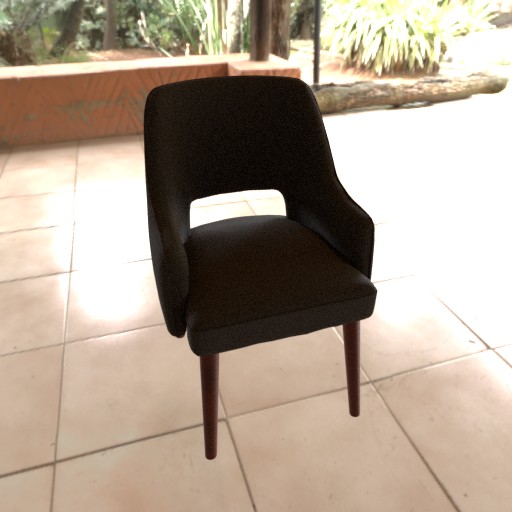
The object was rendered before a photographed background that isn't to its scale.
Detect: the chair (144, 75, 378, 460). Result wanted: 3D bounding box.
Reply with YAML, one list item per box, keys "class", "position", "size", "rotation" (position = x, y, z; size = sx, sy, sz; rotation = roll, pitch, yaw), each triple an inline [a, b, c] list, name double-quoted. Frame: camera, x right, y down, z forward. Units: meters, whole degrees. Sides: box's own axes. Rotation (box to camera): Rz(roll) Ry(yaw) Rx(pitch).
- class: "chair"
  position: [0.000, 0.000, 1.215]
  size: [0.559, 0.838, 0.560]
  rotation: [-10, 33, -15]
